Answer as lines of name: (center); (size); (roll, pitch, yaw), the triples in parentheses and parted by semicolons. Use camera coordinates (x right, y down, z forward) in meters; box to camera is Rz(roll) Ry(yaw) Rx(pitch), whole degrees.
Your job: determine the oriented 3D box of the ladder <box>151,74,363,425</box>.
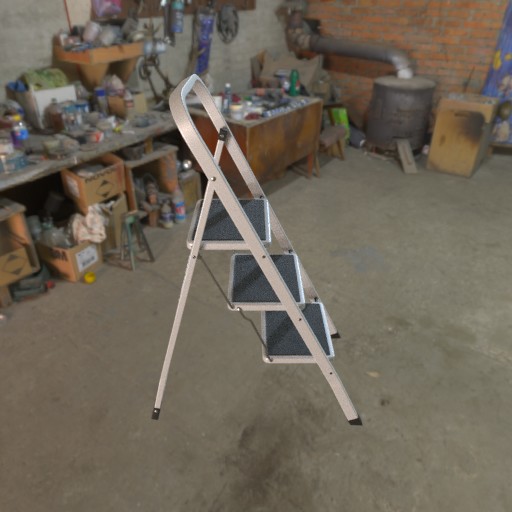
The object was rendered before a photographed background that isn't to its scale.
ladder: (0.000, 0.000, 1.410); (0.711, 1.050, 0.460); (0, 31, 0)
